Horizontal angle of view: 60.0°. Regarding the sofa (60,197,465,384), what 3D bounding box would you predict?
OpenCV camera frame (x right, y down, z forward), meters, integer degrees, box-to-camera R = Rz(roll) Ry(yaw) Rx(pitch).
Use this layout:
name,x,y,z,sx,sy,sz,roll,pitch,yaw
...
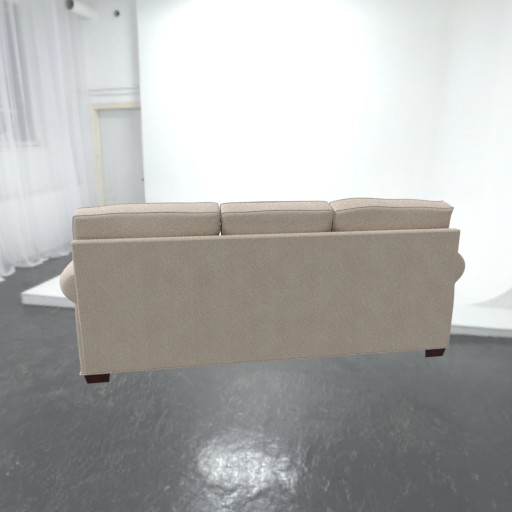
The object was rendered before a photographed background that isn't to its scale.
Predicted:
name,x,y,z,sx,sy,sz,roll,pitch,yaw
sofa,0.000,0.000,2.436,1.770,0.734,1.226,-2,14,-9
